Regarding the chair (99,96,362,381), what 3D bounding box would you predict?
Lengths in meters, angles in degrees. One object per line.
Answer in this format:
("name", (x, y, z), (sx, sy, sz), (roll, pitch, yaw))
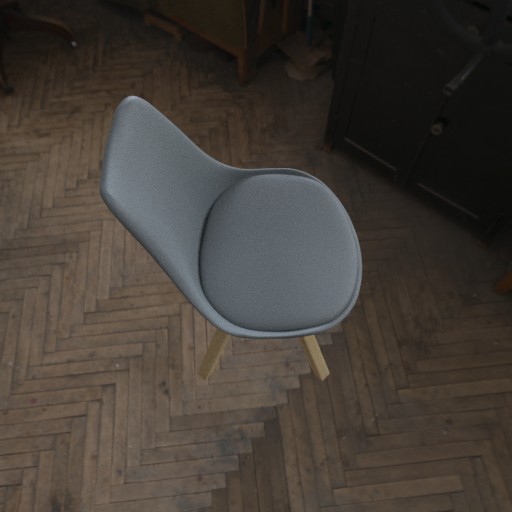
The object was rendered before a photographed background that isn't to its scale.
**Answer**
("chair", (0.000, 0.000, 1.166), (0.549, 0.850, 0.485), (0, 62, 0))
